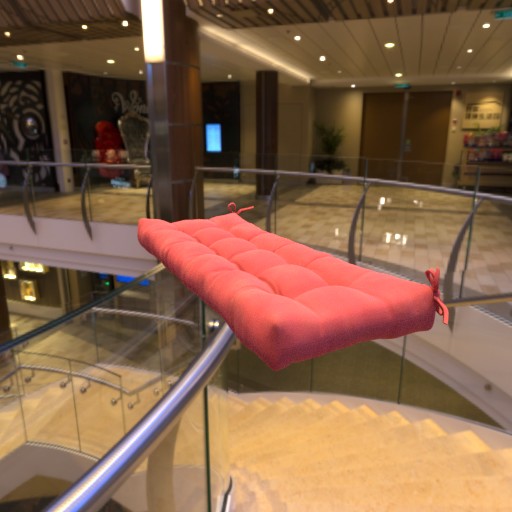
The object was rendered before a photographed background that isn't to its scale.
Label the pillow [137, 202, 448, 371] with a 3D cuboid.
[{"bbox_3d":[0.000,0.000,1.398,0.511,0.174,1.194,-8,17,-26],"label":"pillow"}]
